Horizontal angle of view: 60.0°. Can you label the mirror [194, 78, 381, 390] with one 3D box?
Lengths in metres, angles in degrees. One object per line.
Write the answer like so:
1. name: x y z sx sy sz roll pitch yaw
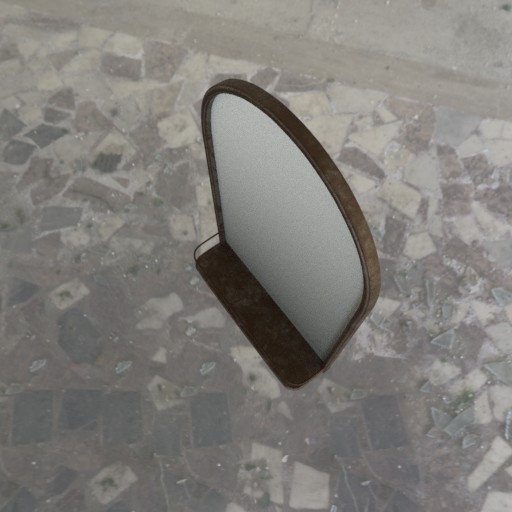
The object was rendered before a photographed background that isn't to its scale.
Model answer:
1. mirror: 0.000 0.000 0.963 0.137 0.770 0.510 -34 69 -15
